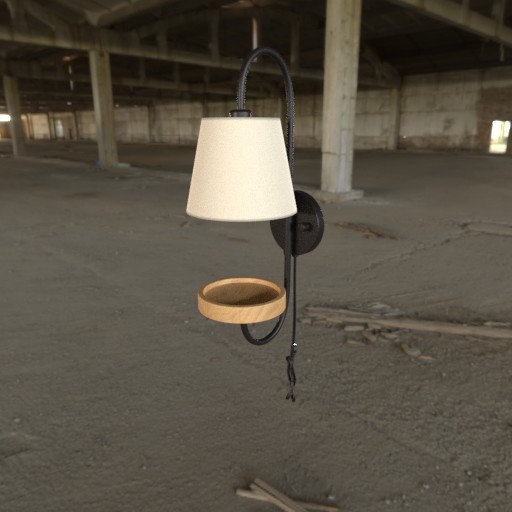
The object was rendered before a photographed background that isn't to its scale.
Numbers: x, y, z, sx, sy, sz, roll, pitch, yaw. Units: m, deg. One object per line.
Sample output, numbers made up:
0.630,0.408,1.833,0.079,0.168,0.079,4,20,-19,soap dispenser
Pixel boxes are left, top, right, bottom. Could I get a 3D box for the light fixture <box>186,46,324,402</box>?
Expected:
0.000,0.000,0.941,0.299,0.821,0.220,-15,22,-42,light fixture
